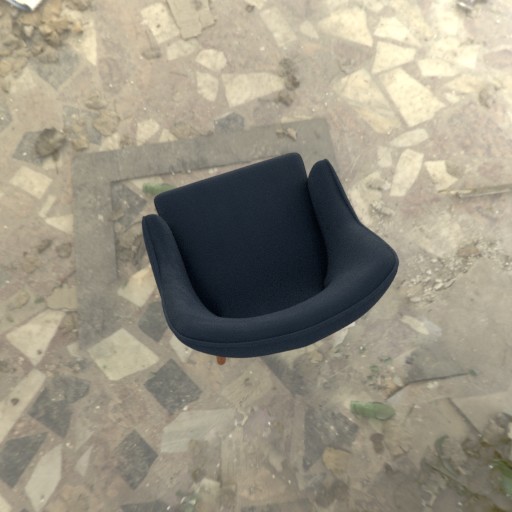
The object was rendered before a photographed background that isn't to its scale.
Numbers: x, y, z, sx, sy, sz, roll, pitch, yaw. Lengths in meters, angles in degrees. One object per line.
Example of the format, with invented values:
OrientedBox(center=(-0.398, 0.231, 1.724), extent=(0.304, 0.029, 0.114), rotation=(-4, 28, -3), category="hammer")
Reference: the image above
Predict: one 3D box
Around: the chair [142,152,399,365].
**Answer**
OrientedBox(center=(0.000, 0.000, 1.268), extent=(0.559, 0.844, 0.591), rotation=(-18, 75, -5), category="chair")
